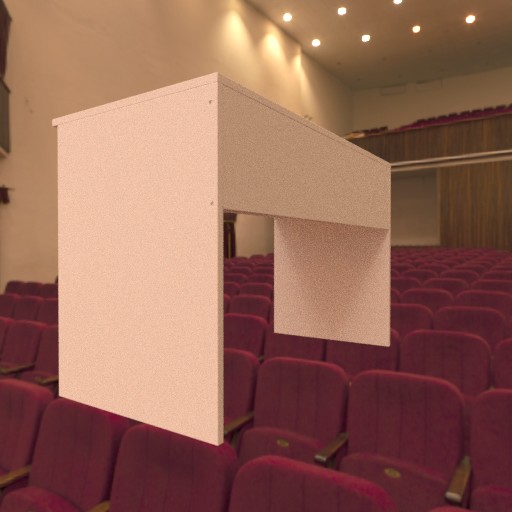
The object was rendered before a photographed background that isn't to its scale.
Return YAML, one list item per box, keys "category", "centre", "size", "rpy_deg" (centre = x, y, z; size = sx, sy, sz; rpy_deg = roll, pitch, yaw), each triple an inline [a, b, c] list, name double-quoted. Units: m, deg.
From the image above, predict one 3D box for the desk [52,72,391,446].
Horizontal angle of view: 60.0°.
- category: "desk"
  centre: [0.000, 0.000, 1.477]
  size: [0.560, 0.730, 1.100]
  rpy_deg: [0, 1, 34]
